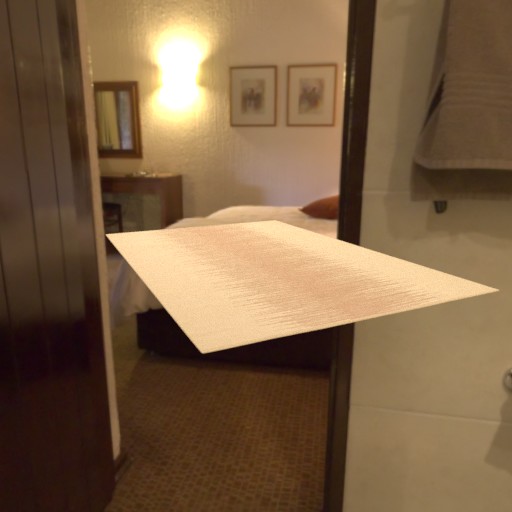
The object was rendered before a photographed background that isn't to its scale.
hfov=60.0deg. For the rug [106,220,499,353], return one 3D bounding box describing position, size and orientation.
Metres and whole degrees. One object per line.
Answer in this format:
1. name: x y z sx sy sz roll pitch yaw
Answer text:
1. rug: 0.000 0.000 2.283 1.234 0.006 1.850 -7 16 -25
